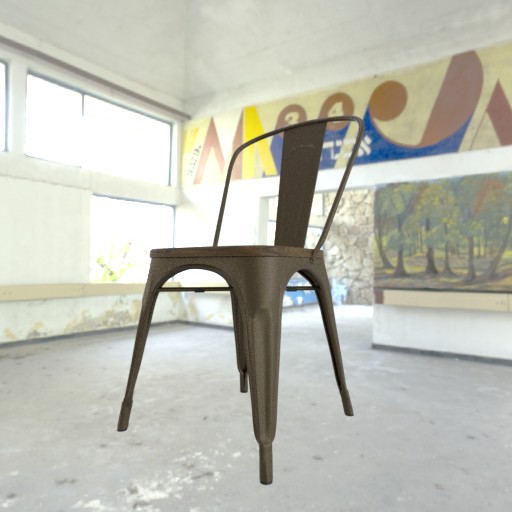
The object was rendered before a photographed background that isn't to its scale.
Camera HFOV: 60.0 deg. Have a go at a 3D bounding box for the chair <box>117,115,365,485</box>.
[{"bbox_3d":[0.000,0.000,1.154,0.451,0.844,0.532,-1,-2,37],"label":"chair"}]
